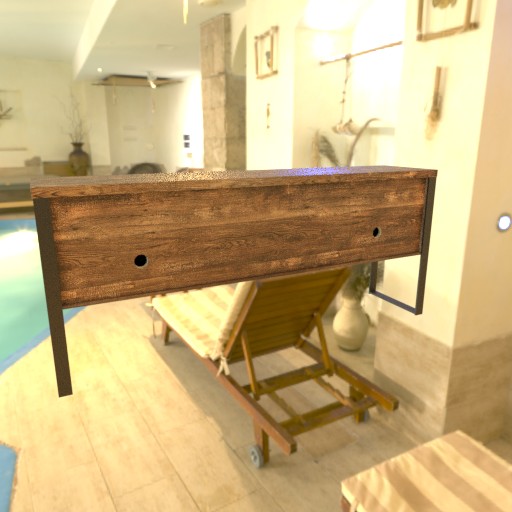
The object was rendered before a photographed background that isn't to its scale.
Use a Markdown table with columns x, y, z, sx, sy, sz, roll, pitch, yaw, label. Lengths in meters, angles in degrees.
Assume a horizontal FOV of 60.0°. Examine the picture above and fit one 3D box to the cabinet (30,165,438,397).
| x | y | z | sx | sy | sz | roll | pitch | yaw | label |
| --- | --- | --- | --- | --- | --- | --- | --- | --- | --- |
| 0.000 | 0.000 | 2.069 | 1.800 | 0.762 | 0.395 | -7 | 17 | -25 | cabinet |
